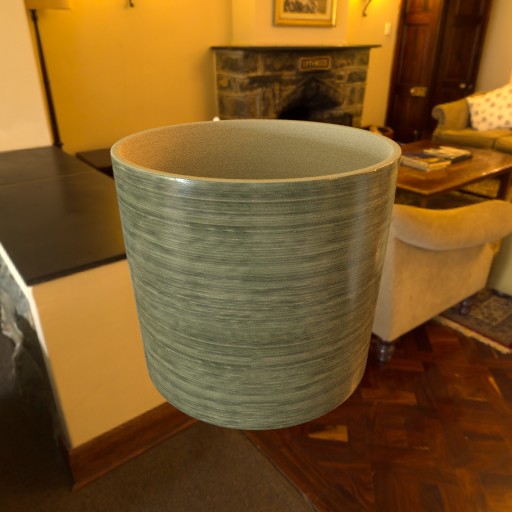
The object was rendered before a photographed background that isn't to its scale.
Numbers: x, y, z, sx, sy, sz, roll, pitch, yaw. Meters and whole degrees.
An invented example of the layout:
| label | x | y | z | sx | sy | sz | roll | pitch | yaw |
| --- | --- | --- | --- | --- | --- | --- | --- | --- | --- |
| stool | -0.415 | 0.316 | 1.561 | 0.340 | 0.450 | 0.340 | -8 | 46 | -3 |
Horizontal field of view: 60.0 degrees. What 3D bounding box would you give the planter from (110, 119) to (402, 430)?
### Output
| label | x | y | z | sx | sy | sz | roll | pitch | yaw |
| --- | --- | --- | --- | --- | --- | --- | --- | --- | --- |
| planter | 0.000 | 0.000 | 0.395 | 0.221 | 0.201 | 0.221 | 0 | 26 | 0 |
